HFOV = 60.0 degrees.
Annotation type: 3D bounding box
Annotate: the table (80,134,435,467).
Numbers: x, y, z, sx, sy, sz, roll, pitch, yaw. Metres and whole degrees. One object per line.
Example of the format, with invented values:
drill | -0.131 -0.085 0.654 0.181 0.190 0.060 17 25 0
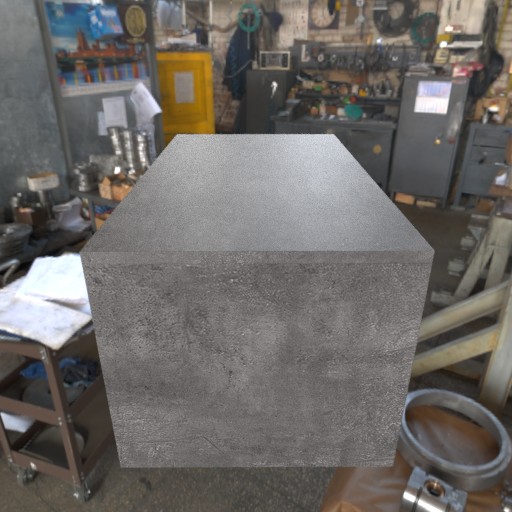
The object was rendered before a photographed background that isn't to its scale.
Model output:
table | 0.000 0.000 0.889 0.400 0.350 0.700 0 26 0
